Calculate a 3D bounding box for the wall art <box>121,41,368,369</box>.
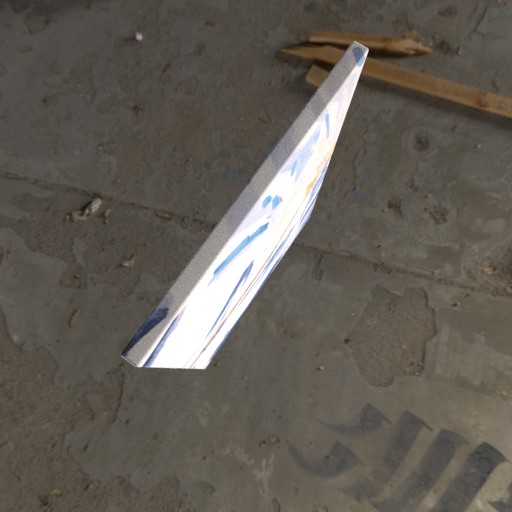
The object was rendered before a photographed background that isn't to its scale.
[{"bbox_3d":[0.000,0.000,1.314,0.038,1.015,0.761,34,78,8],"label":"wall art"}]
